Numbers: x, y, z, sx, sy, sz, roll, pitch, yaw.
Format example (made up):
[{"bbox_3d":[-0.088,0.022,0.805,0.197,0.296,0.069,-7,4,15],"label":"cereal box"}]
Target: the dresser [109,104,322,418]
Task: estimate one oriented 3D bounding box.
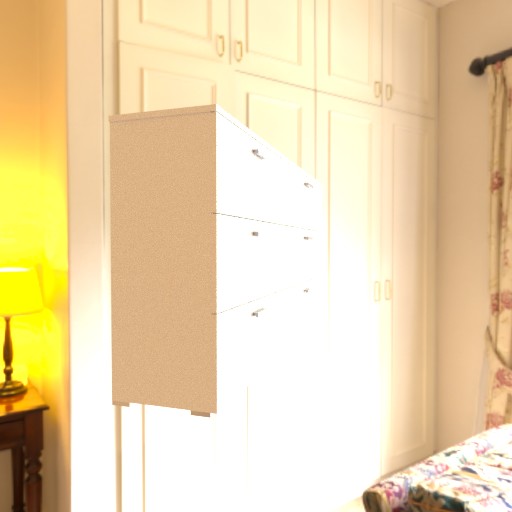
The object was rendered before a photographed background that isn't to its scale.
[{"bbox_3d":[0.000,0.000,1.885,0.333,0.790,1.535,0,1,18],"label":"dresser"}]
